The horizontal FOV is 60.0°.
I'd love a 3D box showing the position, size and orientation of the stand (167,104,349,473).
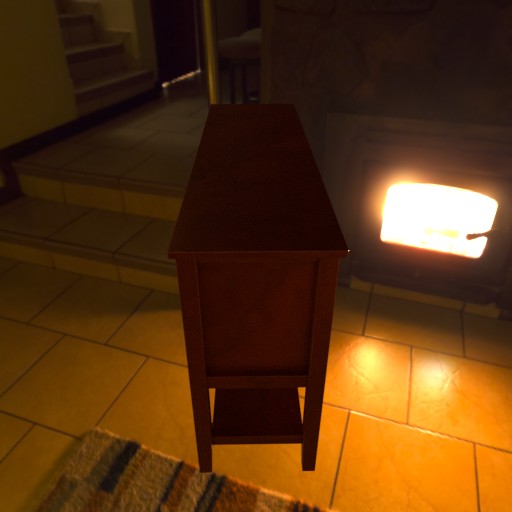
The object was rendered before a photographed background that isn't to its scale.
[{"bbox_3d":[0.000,0.000,1.778,0.410,0.872,1.362,0,32,-1],"label":"stand"}]
